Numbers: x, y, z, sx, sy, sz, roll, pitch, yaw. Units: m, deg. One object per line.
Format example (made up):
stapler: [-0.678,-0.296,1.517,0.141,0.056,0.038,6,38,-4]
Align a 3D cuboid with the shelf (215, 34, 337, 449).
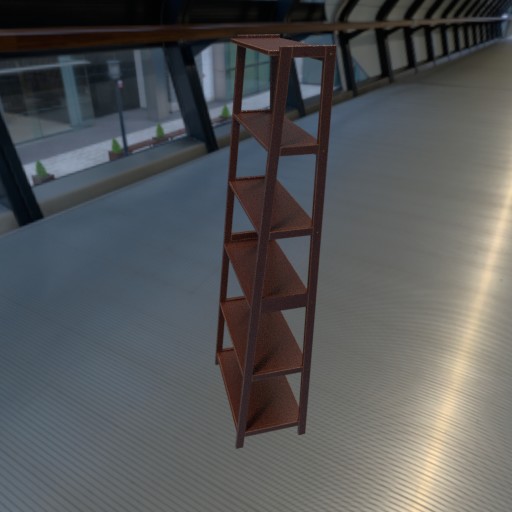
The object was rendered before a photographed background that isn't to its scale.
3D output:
shelf: [0.000,0.000,2.155,0.381,1.892,0.660,-7,30,-12]
